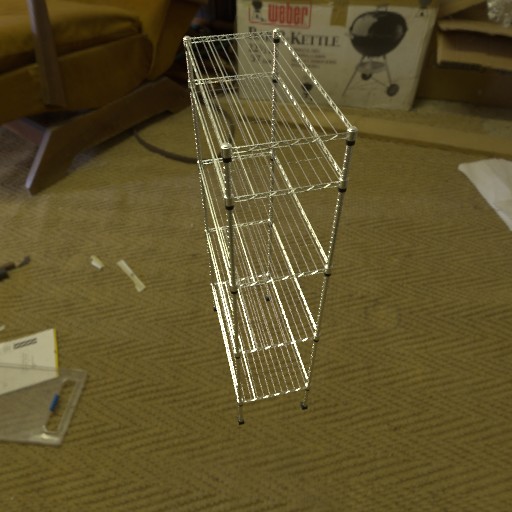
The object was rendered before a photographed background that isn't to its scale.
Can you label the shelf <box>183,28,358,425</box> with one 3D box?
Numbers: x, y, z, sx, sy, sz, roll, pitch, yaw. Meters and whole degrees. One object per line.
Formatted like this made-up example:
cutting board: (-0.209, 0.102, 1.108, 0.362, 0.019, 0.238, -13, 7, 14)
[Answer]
shelf: (0.000, 0.000, 1.915, 0.356, 1.587, 0.762, -10, 47, -10)
